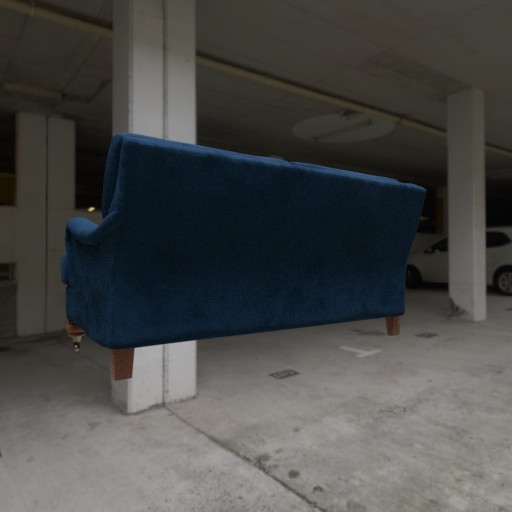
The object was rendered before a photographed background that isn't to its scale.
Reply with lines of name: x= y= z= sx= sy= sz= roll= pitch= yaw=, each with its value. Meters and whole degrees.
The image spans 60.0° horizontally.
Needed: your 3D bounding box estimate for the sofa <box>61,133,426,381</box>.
sofa: x=0.000 y=0.000 z=2.783 sx=2.141 sy=1.101 sz=1.084 roll=0 pitch=-1 yaw=-36
